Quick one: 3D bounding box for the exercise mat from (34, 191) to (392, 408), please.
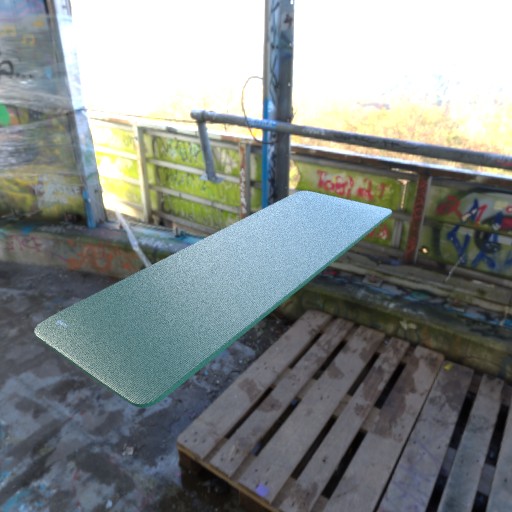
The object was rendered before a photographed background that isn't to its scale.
[{"bbox_3d":[0.000,0.000,2.053,0.616,0.021,1.869,19,33,32],"label":"exercise mat"}]
